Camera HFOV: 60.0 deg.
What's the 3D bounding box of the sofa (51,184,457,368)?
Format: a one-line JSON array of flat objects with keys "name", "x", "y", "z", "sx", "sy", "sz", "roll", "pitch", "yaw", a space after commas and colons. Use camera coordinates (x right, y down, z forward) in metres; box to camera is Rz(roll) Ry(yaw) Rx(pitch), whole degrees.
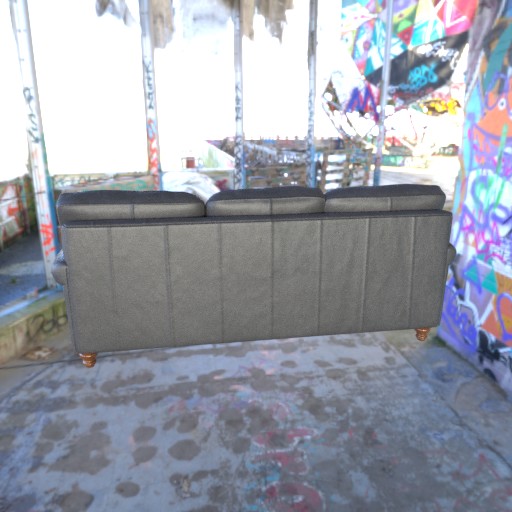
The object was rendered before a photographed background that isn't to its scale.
[{"name": "sofa", "x": 0.000, "y": 0.000, "z": 2.935, "sx": 2.387, "sy": 0.977, "sz": 0.974, "roll": -3, "pitch": 16, "yaw": -9}]
